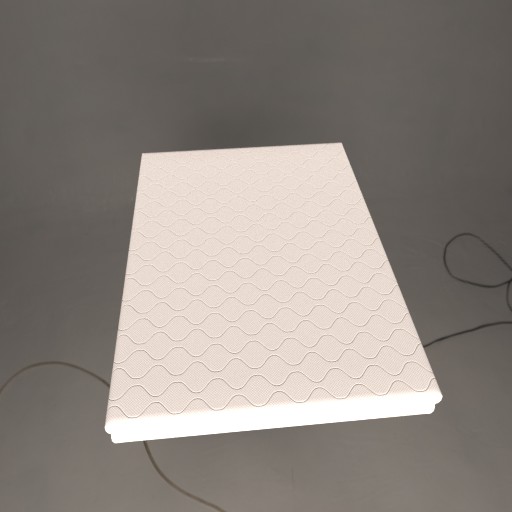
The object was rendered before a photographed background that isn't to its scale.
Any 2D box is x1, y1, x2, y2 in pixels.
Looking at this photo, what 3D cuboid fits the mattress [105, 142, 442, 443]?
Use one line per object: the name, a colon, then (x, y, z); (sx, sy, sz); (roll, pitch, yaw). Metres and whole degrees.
mattress: (0.000, 0.000, 2.509); (1.400, 0.200, 1.900); (-4, 48, -4)
